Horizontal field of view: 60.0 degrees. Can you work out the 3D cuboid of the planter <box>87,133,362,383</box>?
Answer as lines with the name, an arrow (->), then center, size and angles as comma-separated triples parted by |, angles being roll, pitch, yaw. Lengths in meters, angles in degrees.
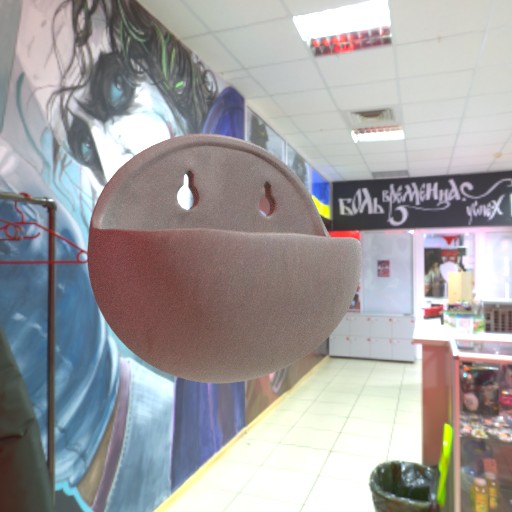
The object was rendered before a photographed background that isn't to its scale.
planter -> 0.000, 0.000, 0.275 | 0.190, 0.164, 0.073 | 1, -2, -37
